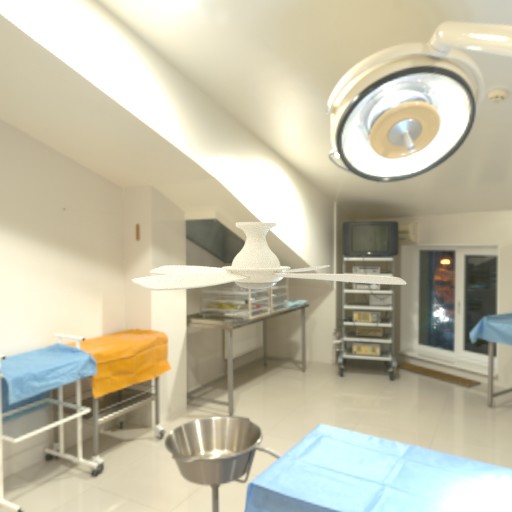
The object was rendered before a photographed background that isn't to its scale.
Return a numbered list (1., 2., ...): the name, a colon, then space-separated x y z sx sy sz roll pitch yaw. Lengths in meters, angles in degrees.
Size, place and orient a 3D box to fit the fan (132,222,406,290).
1. fan: 0.000 0.000 2.558 1.694 0.382 1.693 1 2 35
